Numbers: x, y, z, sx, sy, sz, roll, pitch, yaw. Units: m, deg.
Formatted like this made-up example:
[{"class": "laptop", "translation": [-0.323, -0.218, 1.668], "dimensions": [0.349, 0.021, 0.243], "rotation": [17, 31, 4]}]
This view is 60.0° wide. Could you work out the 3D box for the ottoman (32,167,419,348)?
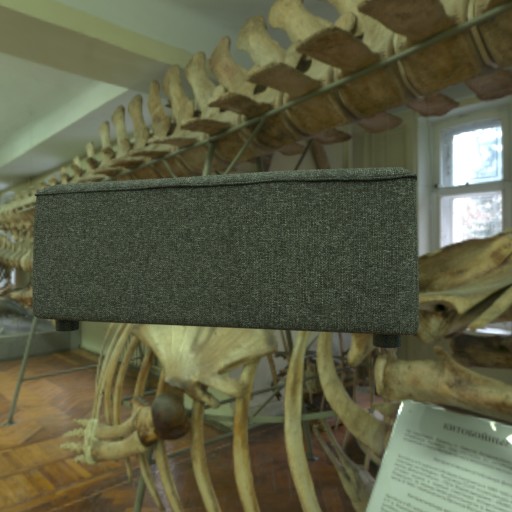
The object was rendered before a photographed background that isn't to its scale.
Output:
[{"class": "ottoman", "translation": [0.000, 0.000, 1.552], "dimensions": [1.017, 0.423, 1.021], "rotation": [0, -1, 16]}]
